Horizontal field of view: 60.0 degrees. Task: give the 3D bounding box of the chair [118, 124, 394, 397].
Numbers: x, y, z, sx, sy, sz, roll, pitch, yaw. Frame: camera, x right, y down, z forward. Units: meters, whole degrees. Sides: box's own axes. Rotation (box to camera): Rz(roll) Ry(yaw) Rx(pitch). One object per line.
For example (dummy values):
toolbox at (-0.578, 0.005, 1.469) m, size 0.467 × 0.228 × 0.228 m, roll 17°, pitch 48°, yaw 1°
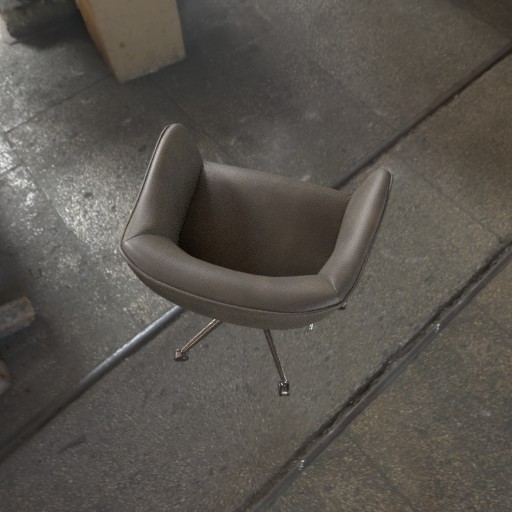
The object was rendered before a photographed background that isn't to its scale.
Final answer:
chair at (0.000, 0.000, 1.427) m, size 0.713 × 0.827 × 0.689 m, roll 14°, pitch 65°, yaw 7°
